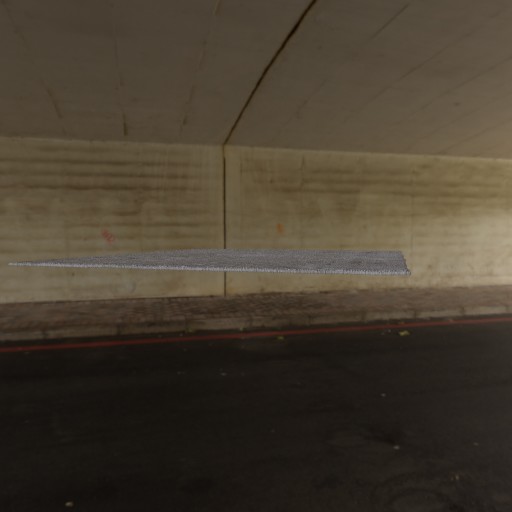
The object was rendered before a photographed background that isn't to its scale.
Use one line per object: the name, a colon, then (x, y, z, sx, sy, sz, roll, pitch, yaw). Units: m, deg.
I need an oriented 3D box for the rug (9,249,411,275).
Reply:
rug: (0.000, 0.000, 0.859, 0.548, 0.006, 0.639, 1, 3, 17)
